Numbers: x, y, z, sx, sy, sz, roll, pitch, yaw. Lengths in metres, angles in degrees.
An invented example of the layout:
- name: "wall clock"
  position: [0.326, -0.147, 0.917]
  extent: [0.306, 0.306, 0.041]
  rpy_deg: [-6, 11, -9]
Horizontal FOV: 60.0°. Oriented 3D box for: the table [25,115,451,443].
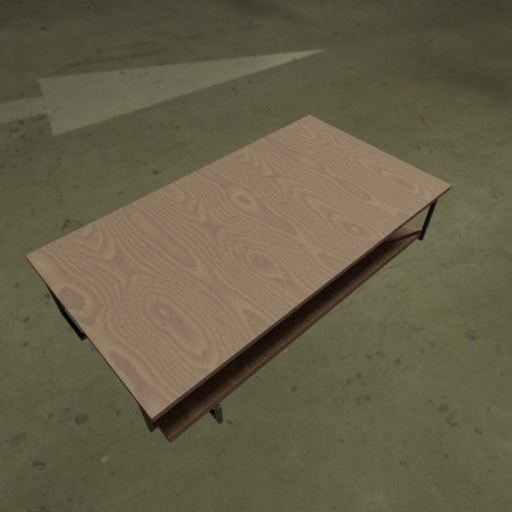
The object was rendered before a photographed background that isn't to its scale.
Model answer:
- name: "table"
  position: [0.000, 0.000, 1.507]
  extent: [1.197, 0.347, 0.651]
  rpy_deg: [-33, 55, -28]
